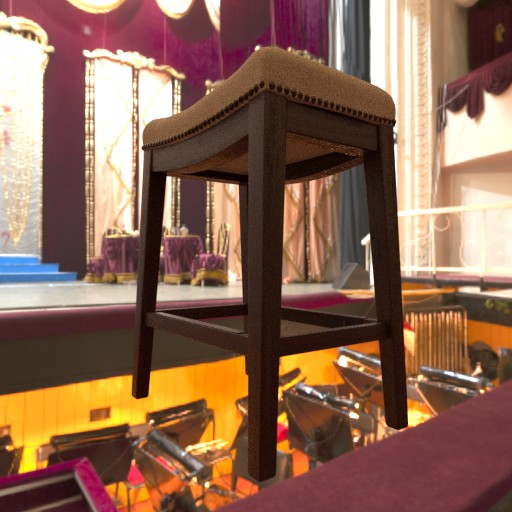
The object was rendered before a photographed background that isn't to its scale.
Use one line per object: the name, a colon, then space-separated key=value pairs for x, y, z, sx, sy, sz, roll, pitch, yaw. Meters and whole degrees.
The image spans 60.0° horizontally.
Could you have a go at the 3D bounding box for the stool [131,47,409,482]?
stool: x=0.000 y=0.000 z=0.959 sx=0.363 sy=0.669 sz=0.509 roll=0 pitch=0 yaw=-37
